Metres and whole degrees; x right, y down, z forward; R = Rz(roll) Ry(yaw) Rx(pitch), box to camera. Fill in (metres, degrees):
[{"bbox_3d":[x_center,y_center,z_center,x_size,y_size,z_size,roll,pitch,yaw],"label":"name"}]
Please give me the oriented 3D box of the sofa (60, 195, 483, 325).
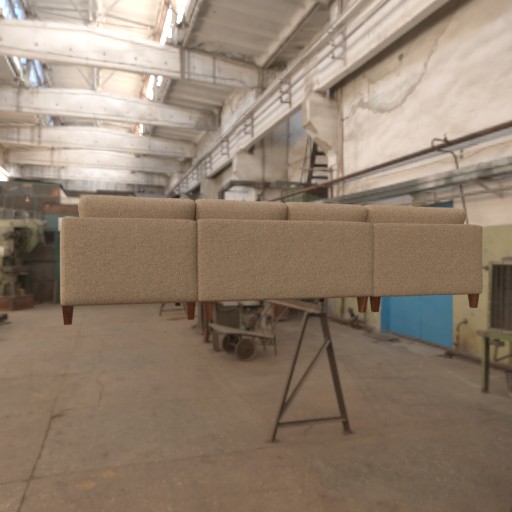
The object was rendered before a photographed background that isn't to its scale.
[{"bbox_3d":[0.000,0.000,4.546,3.403,0.889,2.551,0,0,-16],"label":"sofa"}]
